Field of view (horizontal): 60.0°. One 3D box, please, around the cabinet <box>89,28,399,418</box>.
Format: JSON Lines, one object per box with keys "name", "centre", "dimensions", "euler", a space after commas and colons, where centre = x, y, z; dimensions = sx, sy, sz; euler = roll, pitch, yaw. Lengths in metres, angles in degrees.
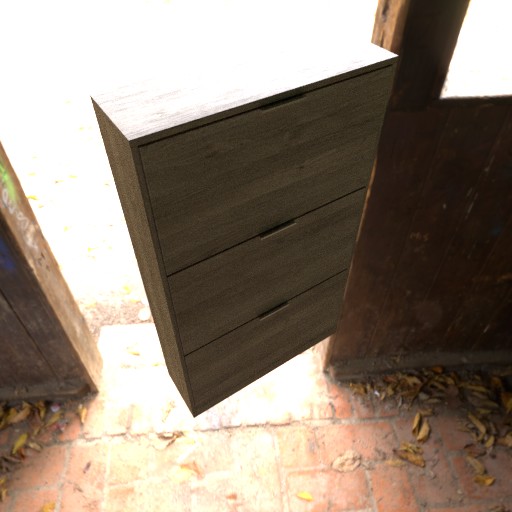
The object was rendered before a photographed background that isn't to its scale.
{"name": "cabinet", "centre": [0.000, 0.000, 1.545], "dimensions": [0.750, 1.280, 0.250], "euler": [-25, 51, -22]}
